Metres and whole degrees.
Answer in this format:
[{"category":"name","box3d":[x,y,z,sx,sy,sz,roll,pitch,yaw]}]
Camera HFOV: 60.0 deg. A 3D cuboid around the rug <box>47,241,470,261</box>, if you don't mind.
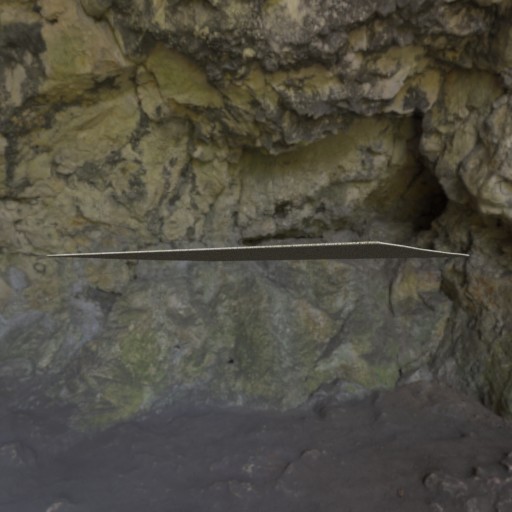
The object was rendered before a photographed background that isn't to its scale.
[{"category":"rug","box3d":[0.000,0.000,2.906,2.270,0.017,1.606,-1,-2,36]}]
